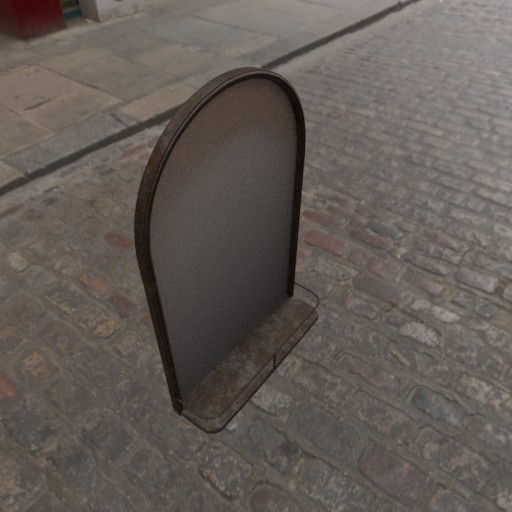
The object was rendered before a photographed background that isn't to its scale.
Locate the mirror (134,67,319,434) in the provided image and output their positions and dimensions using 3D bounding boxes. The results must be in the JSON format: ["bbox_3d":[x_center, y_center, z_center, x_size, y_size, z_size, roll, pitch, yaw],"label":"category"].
[{"bbox_3d":[0.000,0.000,0.984,0.137,0.770,0.510,27,49,27],"label":"mirror"}]
